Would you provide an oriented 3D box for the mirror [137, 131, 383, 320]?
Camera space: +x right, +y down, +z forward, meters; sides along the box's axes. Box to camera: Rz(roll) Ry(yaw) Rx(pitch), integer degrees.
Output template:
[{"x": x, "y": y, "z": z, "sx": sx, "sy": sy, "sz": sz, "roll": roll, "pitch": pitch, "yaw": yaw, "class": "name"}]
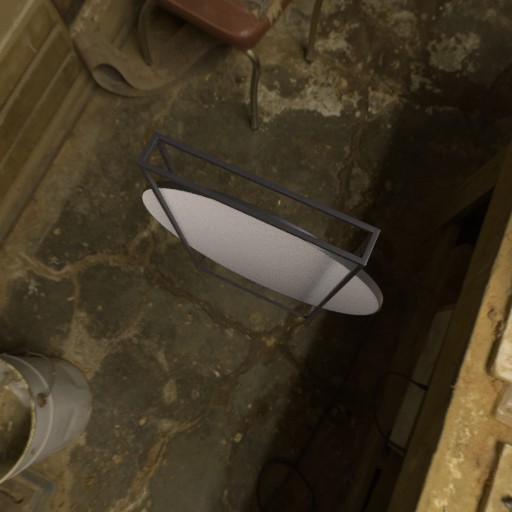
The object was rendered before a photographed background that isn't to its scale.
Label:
[{"x": 0.000, "y": 0.000, "z": 0.847, "sx": 0.508, "sy": 0.603, "sz": 0.051, "roll": 25, "pitch": 77, "yaw": 6, "class": "mirror"}]
